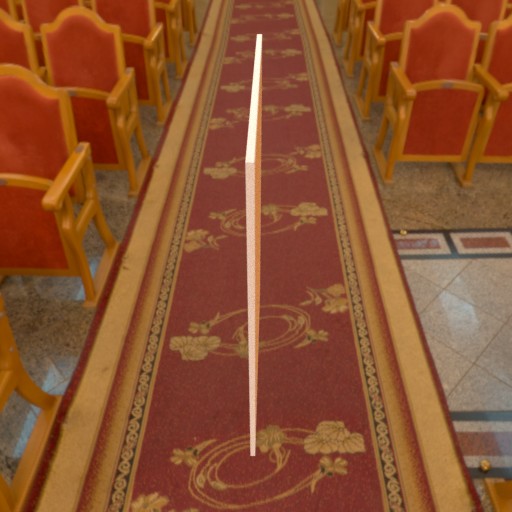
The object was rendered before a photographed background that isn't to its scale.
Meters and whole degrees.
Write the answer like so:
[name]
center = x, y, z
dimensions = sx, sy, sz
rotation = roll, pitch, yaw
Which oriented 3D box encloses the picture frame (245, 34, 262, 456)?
[picture frame]
center = 0.000, 0.000, 1.202
dimensions = 0.013, 0.940, 0.659
rotation = 1, 41, 1
